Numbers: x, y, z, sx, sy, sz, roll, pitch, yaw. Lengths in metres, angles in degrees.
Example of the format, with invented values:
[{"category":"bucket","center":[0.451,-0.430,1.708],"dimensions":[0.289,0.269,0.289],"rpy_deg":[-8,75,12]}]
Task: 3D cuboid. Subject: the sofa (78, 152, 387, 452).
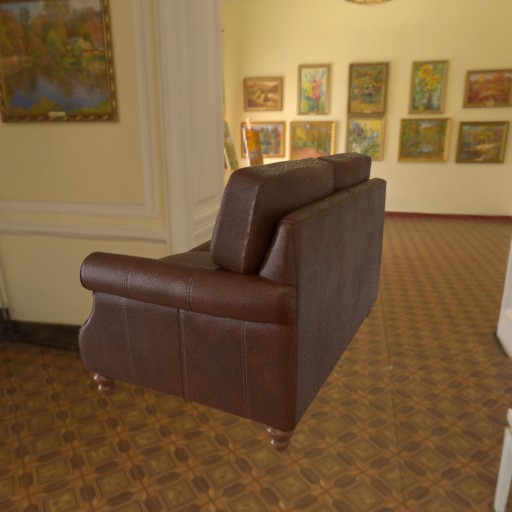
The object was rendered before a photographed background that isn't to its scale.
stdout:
[{"category":"sofa","center":[0.000,0.000,2.200],"dimensions":[0.990,0.976,1.616],"rpy_deg":[7,17,25]}]
